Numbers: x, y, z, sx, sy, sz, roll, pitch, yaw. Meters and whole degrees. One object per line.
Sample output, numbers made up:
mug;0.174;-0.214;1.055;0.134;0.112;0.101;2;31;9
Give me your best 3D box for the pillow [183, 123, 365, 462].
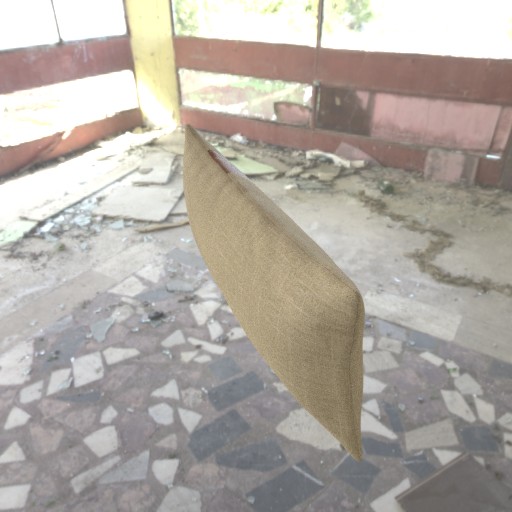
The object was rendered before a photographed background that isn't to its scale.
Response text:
pillow;0.000;0.000;0.726;0.155;0.282;0.612;-12;34;-19
